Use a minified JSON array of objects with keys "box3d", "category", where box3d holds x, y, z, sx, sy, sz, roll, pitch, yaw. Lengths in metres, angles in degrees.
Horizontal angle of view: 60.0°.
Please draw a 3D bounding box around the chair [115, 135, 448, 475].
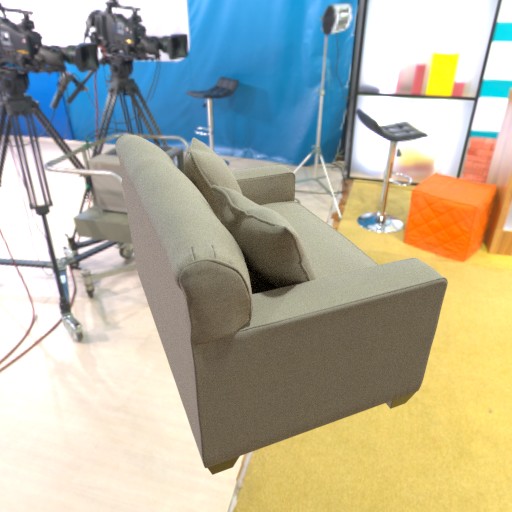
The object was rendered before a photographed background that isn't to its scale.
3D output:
[{"box3d":[0.000,0.000,2.050,1.000,0.948,1.383,-12,32,-19],"category":"chair"}]
